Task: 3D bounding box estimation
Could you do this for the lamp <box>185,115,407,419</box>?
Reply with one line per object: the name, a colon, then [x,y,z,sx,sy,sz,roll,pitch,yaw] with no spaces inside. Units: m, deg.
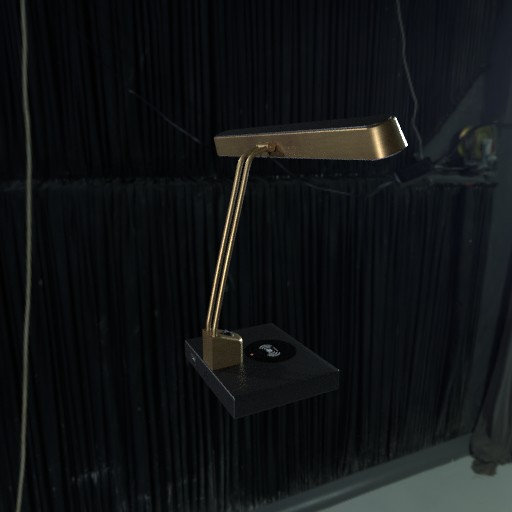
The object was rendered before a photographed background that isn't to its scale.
lamp: [0.000,0.000,0.601,0.156,0.345,0.412,-7,15,-26]
